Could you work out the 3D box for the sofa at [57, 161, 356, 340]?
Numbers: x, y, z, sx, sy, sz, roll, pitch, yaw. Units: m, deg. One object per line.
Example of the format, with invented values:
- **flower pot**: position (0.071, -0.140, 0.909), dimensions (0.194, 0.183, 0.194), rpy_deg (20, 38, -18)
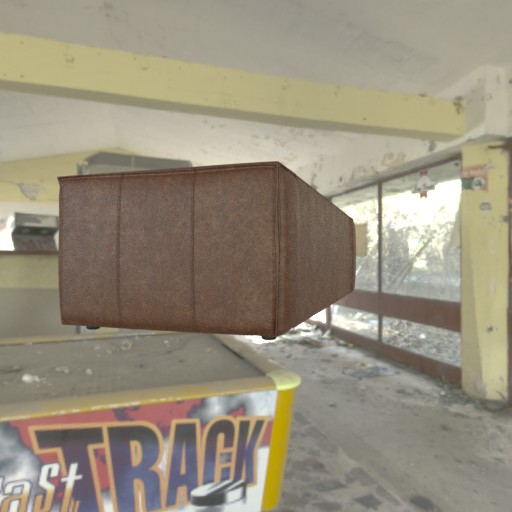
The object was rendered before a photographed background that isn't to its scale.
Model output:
- **sofa**: position (0.000, 0.000, 3.008), dimensions (1.102, 0.701, 2.581), rpy_deg (0, 0, 19)
